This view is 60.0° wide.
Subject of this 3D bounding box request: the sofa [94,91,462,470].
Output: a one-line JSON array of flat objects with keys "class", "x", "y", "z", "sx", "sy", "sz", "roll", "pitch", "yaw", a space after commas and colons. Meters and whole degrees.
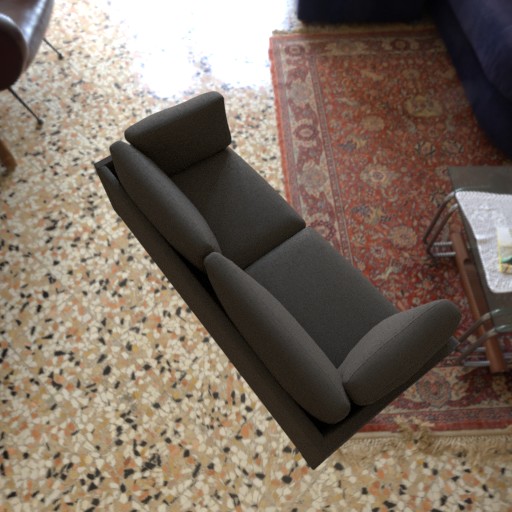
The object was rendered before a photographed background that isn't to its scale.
[{"class": "sofa", "x": 0.000, "y": 0.000, "z": 2.768, "sx": 0.969, "sy": 0.792, "sz": 2.312, "roll": -34, "pitch": 64, "yaw": -19}]
